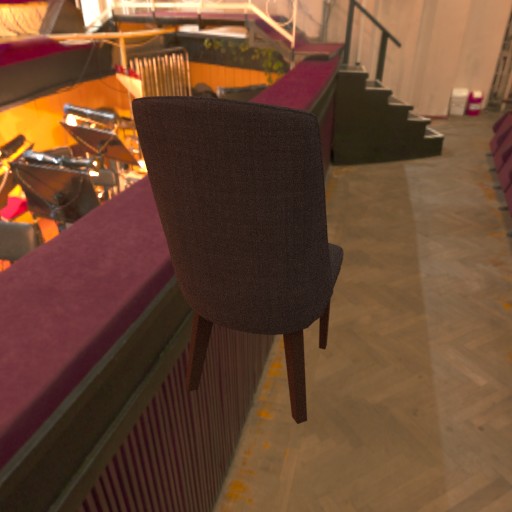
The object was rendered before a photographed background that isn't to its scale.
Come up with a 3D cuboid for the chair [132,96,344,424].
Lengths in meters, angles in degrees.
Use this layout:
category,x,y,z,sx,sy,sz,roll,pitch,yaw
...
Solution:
category,x,y,z,sx,sy,sz,roll,pitch,yaw
chair,0.000,0.000,1.382,0.510,1.050,0.577,11,32,17
